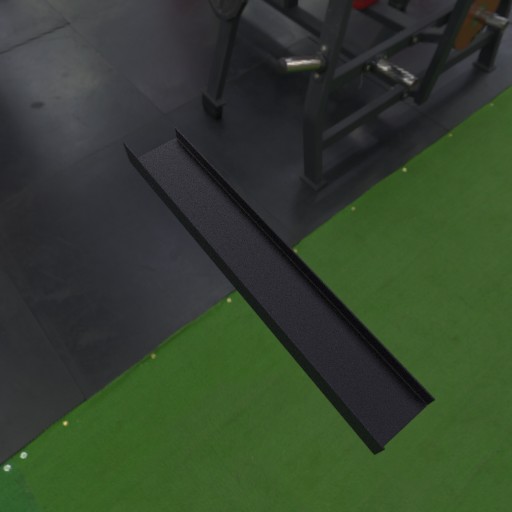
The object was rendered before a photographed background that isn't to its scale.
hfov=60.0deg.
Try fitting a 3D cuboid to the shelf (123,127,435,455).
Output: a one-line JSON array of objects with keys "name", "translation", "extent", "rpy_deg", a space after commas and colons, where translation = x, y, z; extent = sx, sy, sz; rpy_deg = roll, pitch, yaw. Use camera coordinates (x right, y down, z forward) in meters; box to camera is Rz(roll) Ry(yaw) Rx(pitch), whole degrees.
[{"name": "shelf", "translation": [0.000, 0.000, 0.661], "extent": [0.102, 0.053, 0.605], "rpy_deg": [-34, 65, -18]}]
